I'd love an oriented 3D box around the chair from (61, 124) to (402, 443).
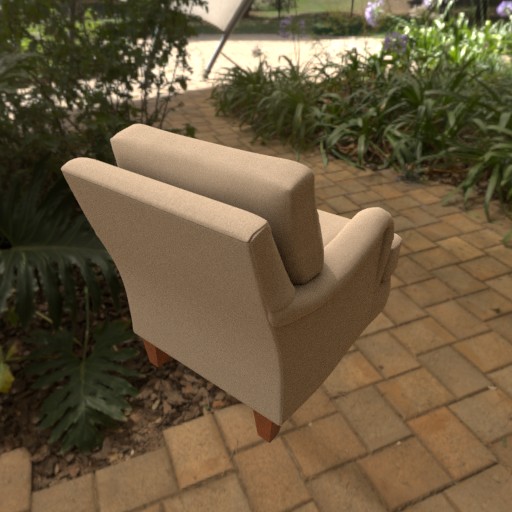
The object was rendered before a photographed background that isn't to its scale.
[{"bbox_3d":[0.000,0.000,1.843,0.895,1.076,1.078,22,37,33],"label":"chair"}]
